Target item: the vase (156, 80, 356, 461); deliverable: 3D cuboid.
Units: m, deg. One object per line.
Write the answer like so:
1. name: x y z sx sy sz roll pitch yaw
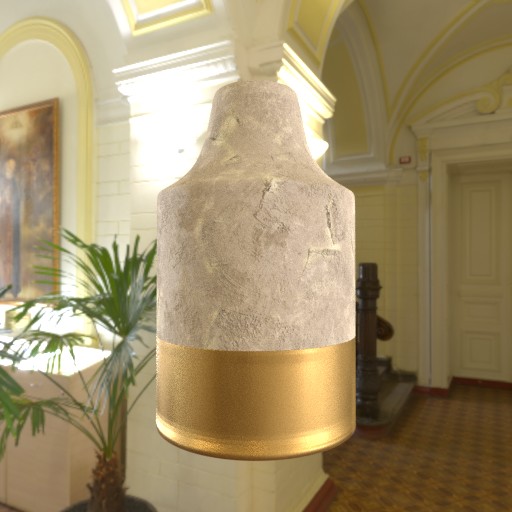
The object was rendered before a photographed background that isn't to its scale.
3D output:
1. vase: 0.000 0.000 0.421 0.184 0.305 0.184 0 -1 0
